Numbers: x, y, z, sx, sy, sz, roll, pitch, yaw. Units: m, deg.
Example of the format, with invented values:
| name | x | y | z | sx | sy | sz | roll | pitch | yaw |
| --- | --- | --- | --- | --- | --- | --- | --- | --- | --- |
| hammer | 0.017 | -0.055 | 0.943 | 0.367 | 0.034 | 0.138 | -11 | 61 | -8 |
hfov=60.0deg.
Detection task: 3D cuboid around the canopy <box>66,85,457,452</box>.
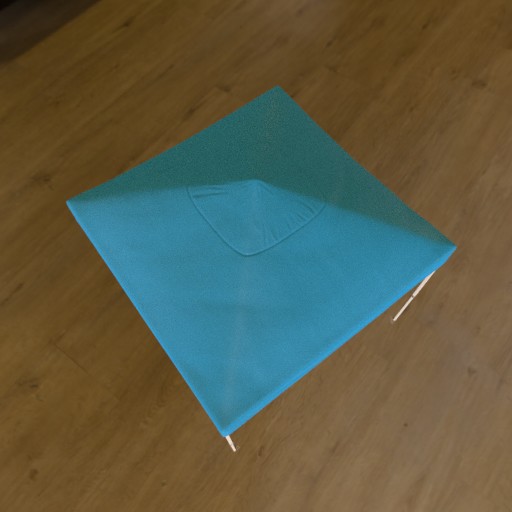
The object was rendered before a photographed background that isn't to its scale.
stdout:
| name | x | y | z | sx | sy | sz | roll | pitch | yaw |
| --- | --- | --- | --- | --- | --- | --- | --- | --- | --- |
| canopy | 0.000 | 0.000 | 5.366 | 2.998 | 2.997 | 2.996 | -34 | 67 | -16 |
